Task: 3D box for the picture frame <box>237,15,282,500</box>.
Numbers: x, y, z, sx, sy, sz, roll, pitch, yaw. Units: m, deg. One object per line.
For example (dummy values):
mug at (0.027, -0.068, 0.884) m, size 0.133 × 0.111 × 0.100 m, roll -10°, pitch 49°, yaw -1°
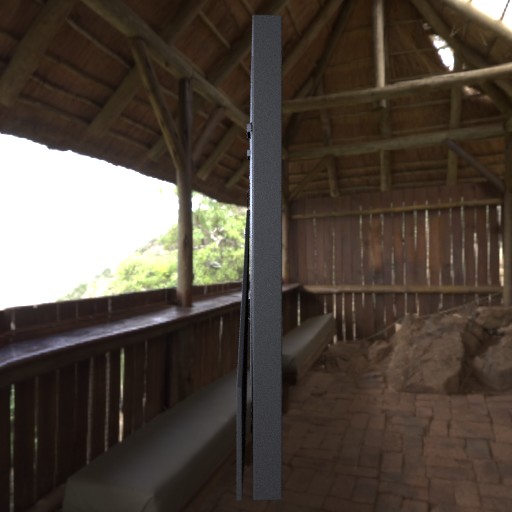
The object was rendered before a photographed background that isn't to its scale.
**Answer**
picture frame at (0.000, 0.000, 0.502) m, size 0.036 × 0.383 × 0.307 m, roll 0°, pitch 1°, yaw -1°
